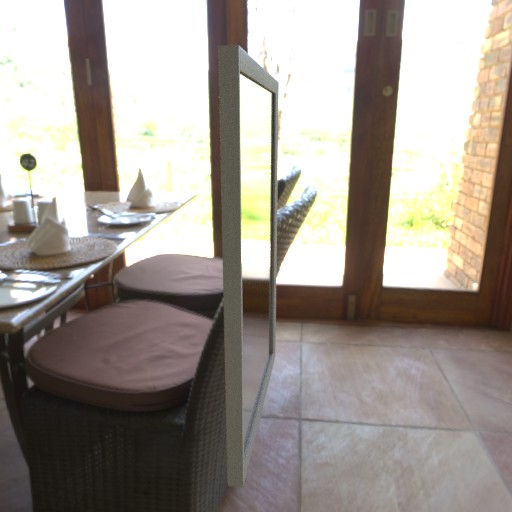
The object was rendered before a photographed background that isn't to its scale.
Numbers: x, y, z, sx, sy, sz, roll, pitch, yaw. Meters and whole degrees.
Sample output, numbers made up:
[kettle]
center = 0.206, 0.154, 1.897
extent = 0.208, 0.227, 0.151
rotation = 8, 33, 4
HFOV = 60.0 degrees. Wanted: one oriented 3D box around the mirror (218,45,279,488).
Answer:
[mirror]
center = 0.000, 0.000, 1.167
extent = 0.040, 0.915, 0.609
rotation = 3, 16, 9
